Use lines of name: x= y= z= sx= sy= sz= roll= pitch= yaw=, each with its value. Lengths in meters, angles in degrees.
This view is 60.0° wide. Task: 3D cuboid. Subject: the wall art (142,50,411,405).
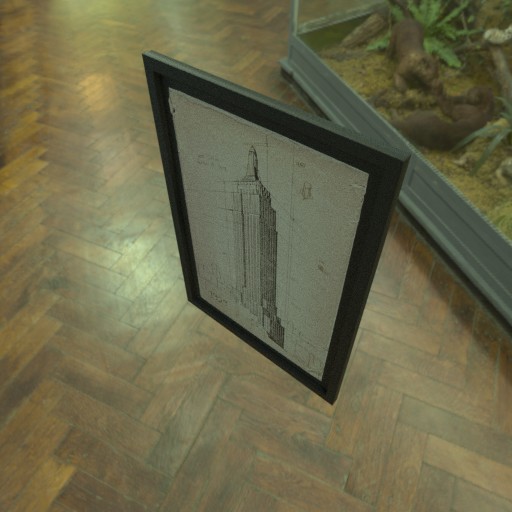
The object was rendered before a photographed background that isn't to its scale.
wall art: x=0.000 y=0.000 z=0.564 sx=0.303 sy=0.431 sz=0.013 roll=31 pitch=55 yaw=26
